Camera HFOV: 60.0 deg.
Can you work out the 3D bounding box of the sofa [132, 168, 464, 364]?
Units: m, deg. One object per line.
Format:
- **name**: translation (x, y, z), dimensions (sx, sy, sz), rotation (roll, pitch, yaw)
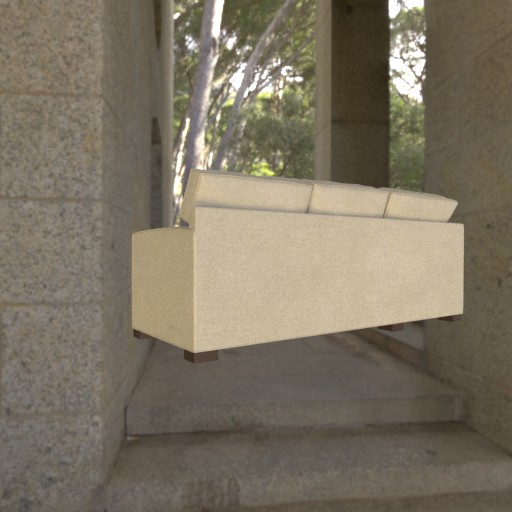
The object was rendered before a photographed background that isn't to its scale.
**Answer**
- **sofa**: translation (0.000, 0.000, 3.474), dimensions (2.211, 0.936, 2.188), rotation (0, 1, -36)
